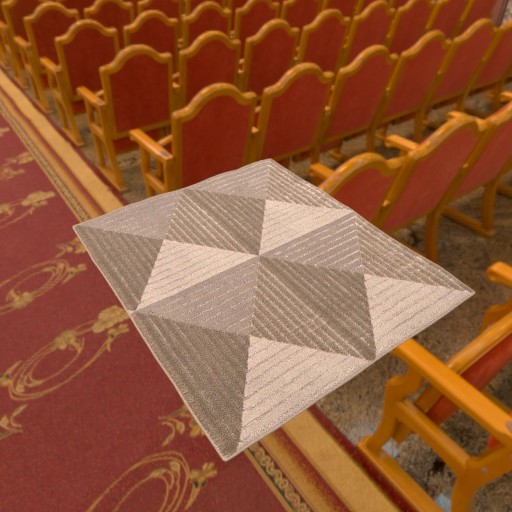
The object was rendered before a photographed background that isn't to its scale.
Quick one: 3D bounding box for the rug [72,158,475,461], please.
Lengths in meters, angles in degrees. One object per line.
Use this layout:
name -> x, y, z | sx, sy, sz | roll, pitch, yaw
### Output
rug -> 0.000, 0.000, 0.894 | 0.551, 0.008, 0.642 | -24, 46, -26
